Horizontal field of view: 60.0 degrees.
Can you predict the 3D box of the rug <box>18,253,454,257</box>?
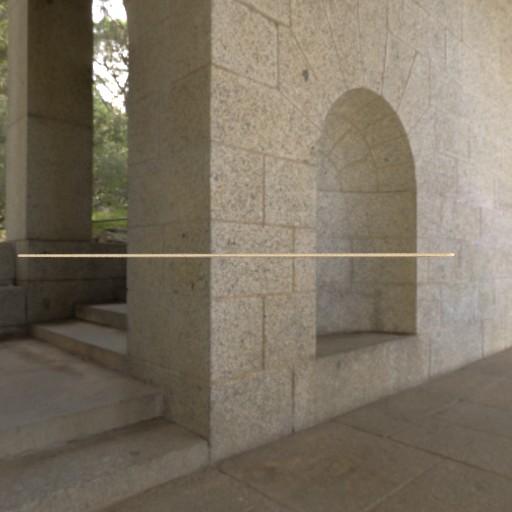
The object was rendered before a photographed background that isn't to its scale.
[{"bbox_3d":[0.000,0.000,4.046,3.051,0.020,2.407,0,0,17],"label":"rug"}]
